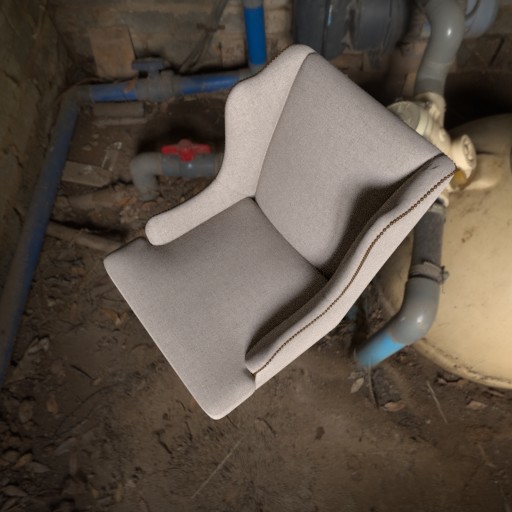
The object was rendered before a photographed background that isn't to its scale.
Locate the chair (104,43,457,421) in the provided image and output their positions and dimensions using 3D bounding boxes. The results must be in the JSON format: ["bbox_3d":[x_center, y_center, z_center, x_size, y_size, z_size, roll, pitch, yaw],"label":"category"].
[{"bbox_3d":[0.000,0.000,1.645,0.940,1.029,0.737,-35,68,-17],"label":"chair"}]
